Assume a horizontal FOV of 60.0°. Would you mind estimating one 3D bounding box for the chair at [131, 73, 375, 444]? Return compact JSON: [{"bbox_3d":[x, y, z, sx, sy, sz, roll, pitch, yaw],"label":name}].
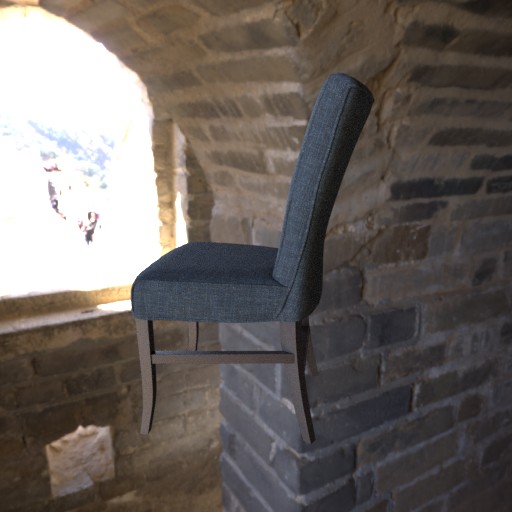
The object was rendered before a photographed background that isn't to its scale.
[{"bbox_3d":[0.000,0.000,1.382,0.660,0.991,0.520,2,14,9],"label":"chair"}]
